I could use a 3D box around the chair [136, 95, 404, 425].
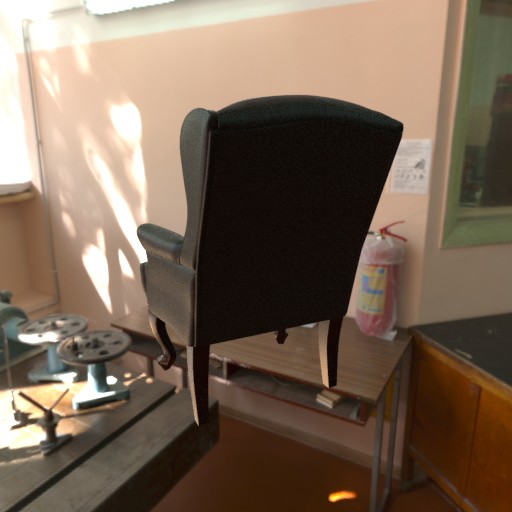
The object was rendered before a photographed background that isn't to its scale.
[{"bbox_3d":[0.000,0.000,1.734,0.831,1.133,0.822,-7,16,-26],"label":"chair"}]
